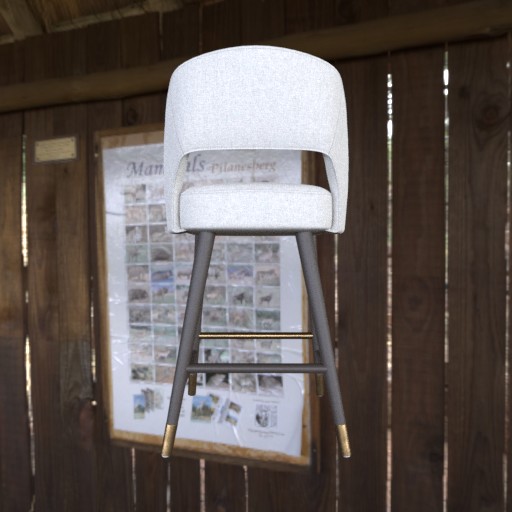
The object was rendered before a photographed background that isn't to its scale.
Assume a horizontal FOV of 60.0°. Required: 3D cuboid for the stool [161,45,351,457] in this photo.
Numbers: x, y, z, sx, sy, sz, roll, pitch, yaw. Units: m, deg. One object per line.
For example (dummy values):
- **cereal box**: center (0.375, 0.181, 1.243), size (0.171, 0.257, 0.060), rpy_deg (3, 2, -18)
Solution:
- **stool**: center (0.000, 0.000, 1.233), size (0.494, 0.940, 0.509), rpy_deg (0, 1, 0)
